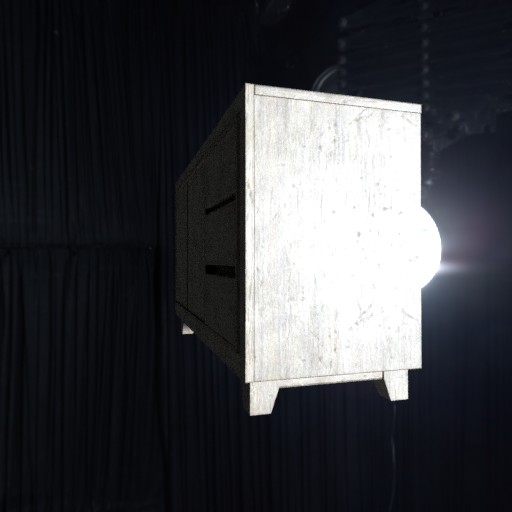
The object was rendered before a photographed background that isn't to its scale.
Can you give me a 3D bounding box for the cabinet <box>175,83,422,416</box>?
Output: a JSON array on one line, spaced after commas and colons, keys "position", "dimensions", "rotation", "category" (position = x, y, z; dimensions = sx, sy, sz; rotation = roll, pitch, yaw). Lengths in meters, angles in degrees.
[{"position": [0.000, 0.000, 1.843], "dimensions": [0.511, 0.825, 1.460], "rotation": [0, -1, -17], "category": "cabinet"}]
